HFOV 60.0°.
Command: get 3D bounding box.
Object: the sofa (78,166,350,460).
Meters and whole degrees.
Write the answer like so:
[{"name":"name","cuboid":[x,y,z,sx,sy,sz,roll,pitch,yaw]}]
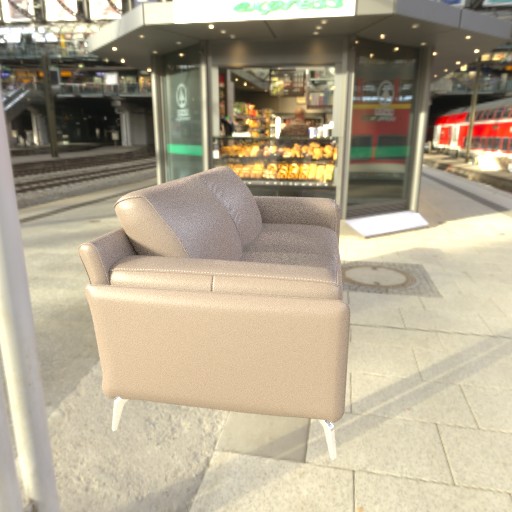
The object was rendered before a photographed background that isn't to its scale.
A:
[{"name":"sofa","cuboid":[0.000,0.000,2.504,1.049,0.930,2.101,3,16,9]}]
